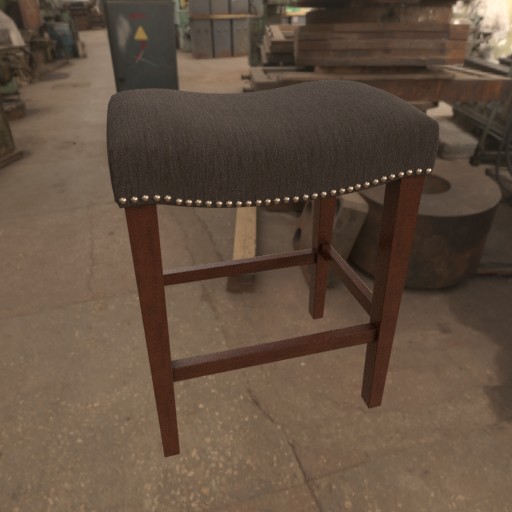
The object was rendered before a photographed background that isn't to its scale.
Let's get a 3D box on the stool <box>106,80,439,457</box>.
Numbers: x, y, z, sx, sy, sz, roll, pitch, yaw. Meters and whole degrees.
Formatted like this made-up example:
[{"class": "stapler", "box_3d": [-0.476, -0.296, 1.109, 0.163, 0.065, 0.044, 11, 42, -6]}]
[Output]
[{"class": "stool", "box_3d": [0.000, 0.000, 0.923, 0.504, 0.654, 0.372, -8, 31, -13]}]
